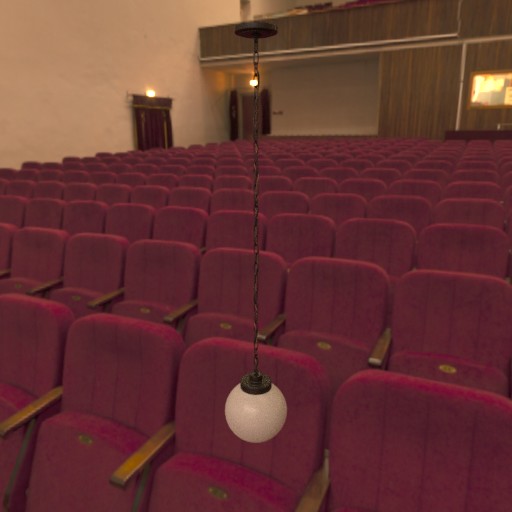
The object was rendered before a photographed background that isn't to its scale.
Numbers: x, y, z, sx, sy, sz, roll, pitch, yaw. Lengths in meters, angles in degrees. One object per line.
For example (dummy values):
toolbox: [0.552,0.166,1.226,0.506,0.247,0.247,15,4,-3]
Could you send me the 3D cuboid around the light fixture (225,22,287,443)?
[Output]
light fixture: [0.000,0.000,1.987,0.304,1.867,0.305,7,16,25]
